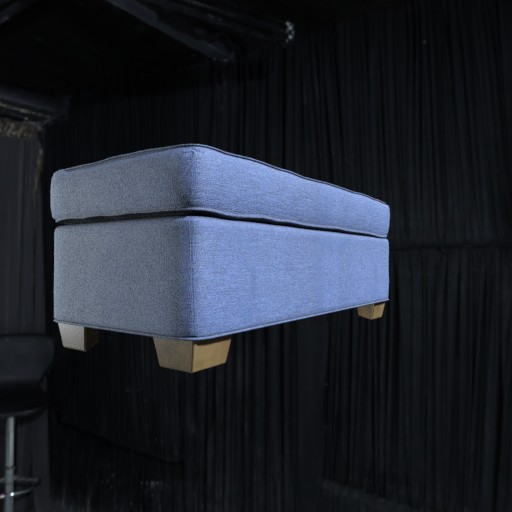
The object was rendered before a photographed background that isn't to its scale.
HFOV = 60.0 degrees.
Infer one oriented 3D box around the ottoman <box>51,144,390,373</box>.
[{"bbox_3d":[0.000,0.000,1.402,0.515,0.460,1.110,0,-1,35],"label":"ottoman"}]
